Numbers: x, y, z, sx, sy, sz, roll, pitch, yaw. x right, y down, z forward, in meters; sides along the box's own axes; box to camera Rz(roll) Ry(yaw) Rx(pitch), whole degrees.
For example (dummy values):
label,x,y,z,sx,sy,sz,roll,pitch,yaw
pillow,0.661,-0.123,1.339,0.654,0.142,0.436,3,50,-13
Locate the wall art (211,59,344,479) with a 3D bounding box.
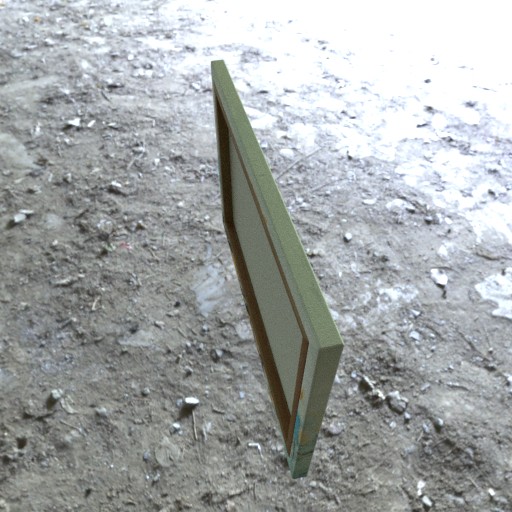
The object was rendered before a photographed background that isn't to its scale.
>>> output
label,x,y,z,sx,sy,sz,roll,pitch,yaw
wall art,0.000,0.000,1.136,0.038,0.609,0.913,-10,49,-9
